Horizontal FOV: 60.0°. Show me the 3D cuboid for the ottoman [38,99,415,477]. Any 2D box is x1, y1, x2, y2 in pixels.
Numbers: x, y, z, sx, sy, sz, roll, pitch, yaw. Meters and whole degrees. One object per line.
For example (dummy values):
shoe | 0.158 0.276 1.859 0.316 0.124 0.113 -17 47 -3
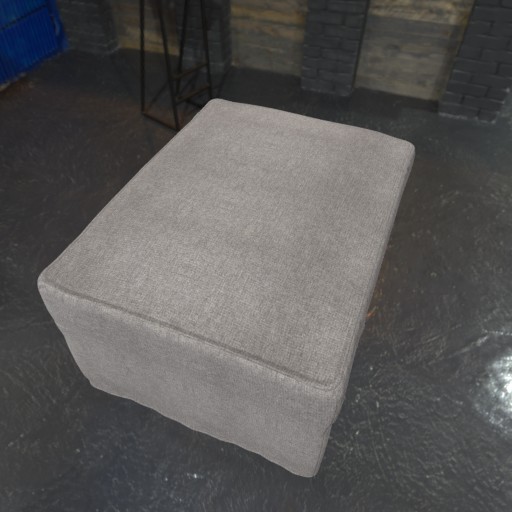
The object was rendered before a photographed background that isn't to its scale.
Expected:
ottoman | 0.000 0.000 1.196 0.652 0.492 0.833 17 49 15
